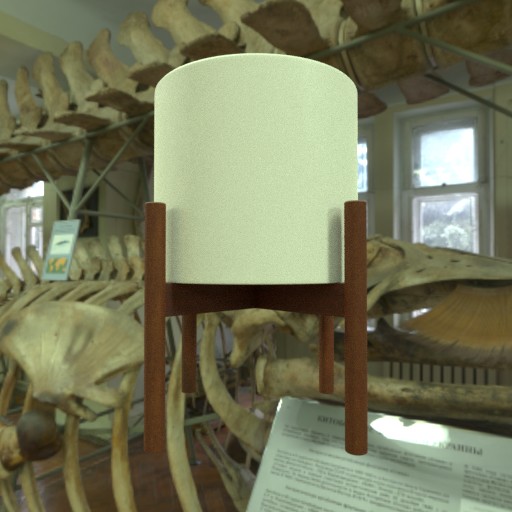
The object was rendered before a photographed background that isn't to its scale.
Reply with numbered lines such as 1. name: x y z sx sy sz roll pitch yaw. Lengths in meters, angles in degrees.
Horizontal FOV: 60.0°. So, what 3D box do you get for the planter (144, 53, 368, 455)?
1. planter: 0.000 0.000 0.499 0.224 0.358 0.224 0 -1 1
